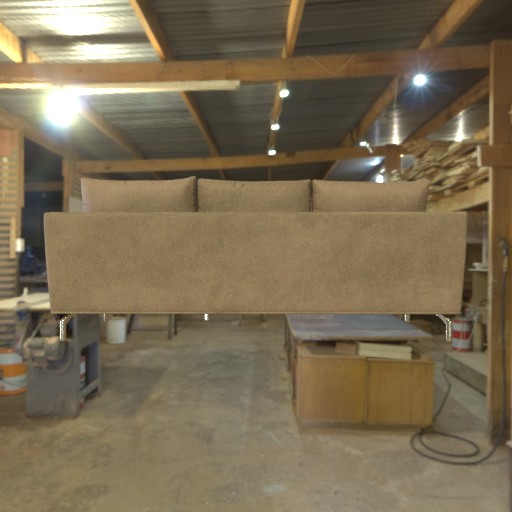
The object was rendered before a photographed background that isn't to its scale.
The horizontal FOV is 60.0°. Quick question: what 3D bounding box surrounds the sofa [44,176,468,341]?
[{"bbox_3d":[0.000,0.000,3.337,2.438,0.987,1.622,0,0,1],"label":"sofa"}]
